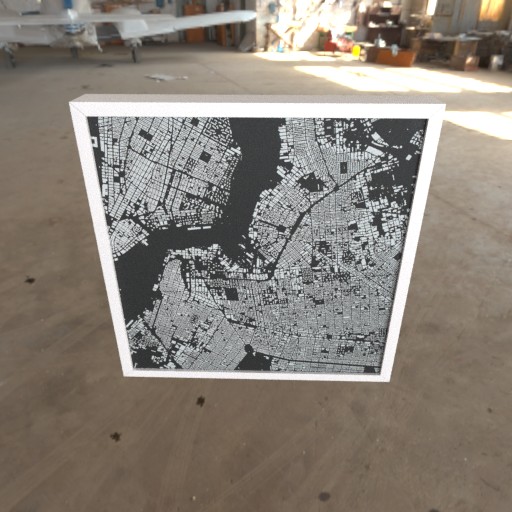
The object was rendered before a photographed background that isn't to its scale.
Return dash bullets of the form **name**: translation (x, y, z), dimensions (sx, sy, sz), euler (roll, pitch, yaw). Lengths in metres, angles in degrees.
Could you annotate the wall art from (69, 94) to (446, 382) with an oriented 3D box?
- **wall art**: translation (0.000, 0.000, 0.449), dimensions (0.305, 0.305, 0.037), euler (1, 30, 1)
